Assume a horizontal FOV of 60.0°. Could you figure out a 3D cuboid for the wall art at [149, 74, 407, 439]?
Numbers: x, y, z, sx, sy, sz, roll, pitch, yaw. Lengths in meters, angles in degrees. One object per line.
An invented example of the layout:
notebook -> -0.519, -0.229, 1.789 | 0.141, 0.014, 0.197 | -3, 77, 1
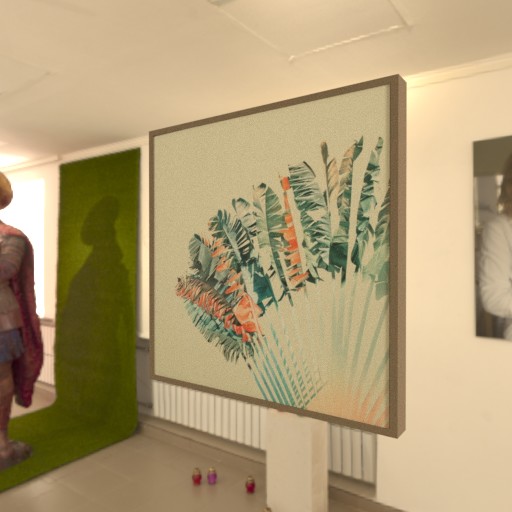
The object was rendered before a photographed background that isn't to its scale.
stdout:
wall art -> 0.000, 0.000, 0.776 | 0.508, 0.506, 0.038 | 0, 1, 35
